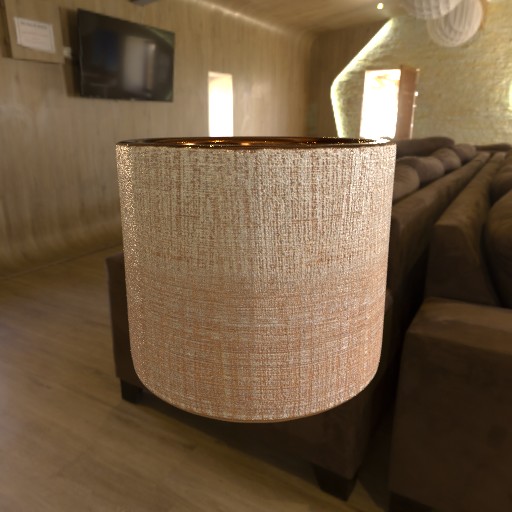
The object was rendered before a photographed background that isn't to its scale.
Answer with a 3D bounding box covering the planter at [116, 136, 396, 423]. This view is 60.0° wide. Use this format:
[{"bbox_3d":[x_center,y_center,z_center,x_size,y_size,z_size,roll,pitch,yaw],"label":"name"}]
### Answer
[{"bbox_3d":[0.000,0.000,0.309,0.177,0.157,0.177,0,17,0],"label":"planter"}]
